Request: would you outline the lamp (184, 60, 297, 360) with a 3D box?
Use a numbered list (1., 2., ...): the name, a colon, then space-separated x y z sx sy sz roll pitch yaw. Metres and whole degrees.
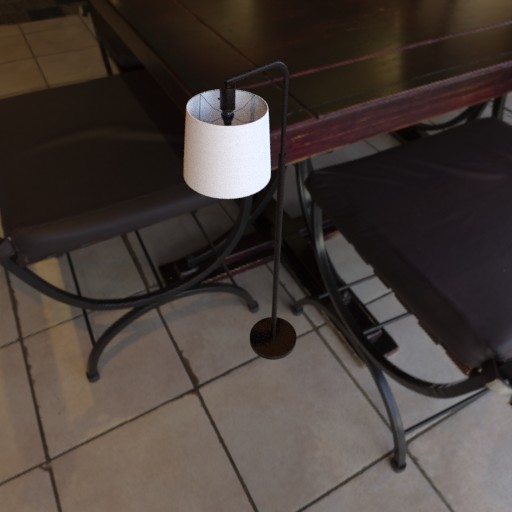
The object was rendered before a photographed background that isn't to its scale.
1. lamp: 0.000 0.000 1.708 0.254 1.478 0.508 34 55 27
